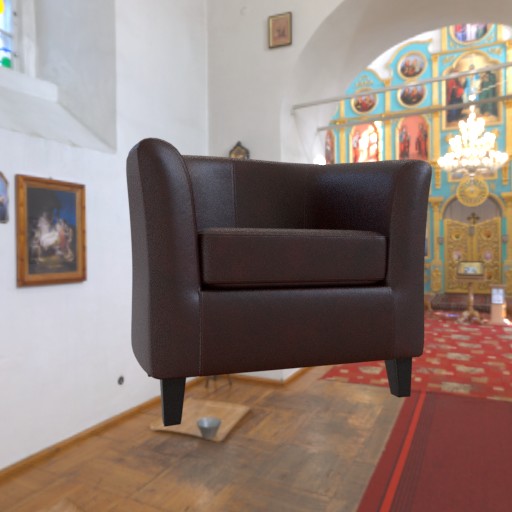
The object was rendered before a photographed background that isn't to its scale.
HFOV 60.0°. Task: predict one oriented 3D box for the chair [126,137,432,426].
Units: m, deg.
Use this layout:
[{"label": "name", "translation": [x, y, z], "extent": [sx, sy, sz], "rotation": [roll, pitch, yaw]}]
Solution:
[{"label": "chair", "translation": [0.000, 0.000, 1.402], "extent": [0.792, 0.756, 0.727], "rotation": [0, 0, -19]}]
